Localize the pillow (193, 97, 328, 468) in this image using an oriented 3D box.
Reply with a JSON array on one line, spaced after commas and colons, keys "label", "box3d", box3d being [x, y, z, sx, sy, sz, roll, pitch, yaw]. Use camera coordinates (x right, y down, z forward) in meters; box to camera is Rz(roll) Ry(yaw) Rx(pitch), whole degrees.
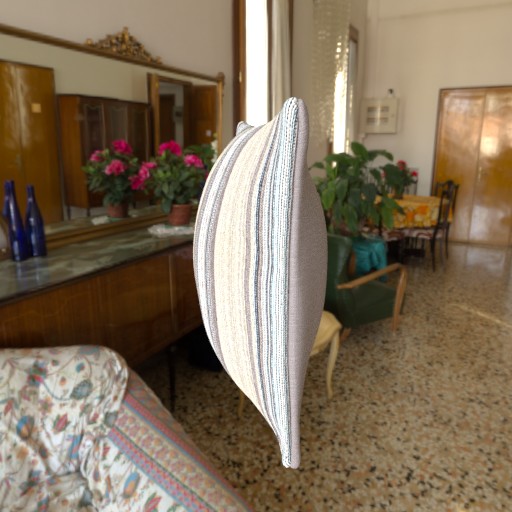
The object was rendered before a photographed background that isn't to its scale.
[{"label": "pillow", "box3d": [0.000, 0.000, 0.673, 0.189, 0.416, 0.435, -2, 14, -8]}]
